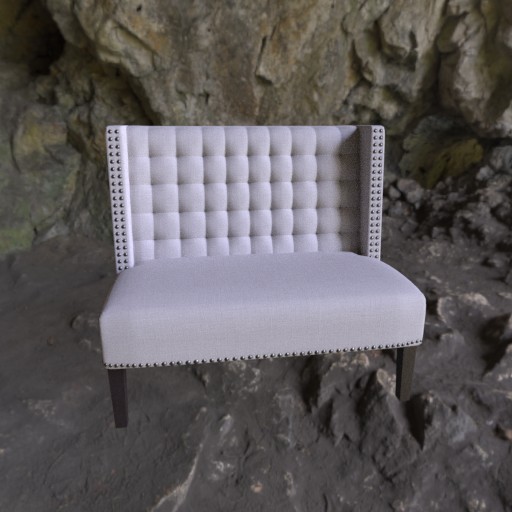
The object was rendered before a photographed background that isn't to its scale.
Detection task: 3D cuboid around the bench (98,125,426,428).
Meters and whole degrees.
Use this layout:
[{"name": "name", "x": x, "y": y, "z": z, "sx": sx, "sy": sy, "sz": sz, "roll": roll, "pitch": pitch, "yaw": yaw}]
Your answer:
[{"name": "bench", "x": 0.000, "y": 0.000, "z": 1.996, "sx": 1.280, "sy": 1.123, "sz": 0.847, "roll": -3, "pitch": 17, "yaw": -8}]
